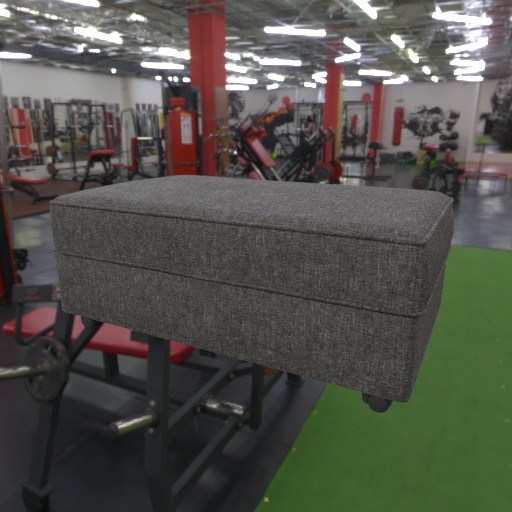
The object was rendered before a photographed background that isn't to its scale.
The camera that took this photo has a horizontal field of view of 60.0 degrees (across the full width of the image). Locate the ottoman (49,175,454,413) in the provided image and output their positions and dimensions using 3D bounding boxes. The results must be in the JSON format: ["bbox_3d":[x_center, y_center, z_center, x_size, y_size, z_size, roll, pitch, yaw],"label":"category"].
[{"bbox_3d":[0.000,0.000,1.515,1.184,0.487,0.717,8,18,27],"label":"ottoman"}]
